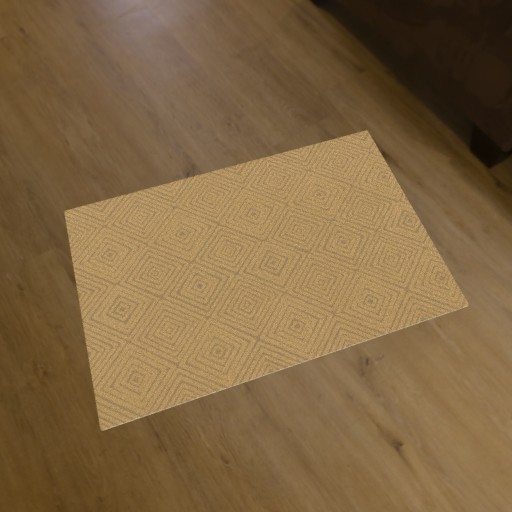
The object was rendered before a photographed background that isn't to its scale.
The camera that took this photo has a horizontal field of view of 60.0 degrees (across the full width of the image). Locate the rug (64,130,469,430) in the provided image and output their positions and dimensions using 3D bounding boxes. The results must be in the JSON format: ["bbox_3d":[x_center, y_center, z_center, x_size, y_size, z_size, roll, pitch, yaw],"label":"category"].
[{"bbox_3d":[0.000,0.000,2.225,1.753,0.008,1.143,-17,65,-8],"label":"rug"}]
